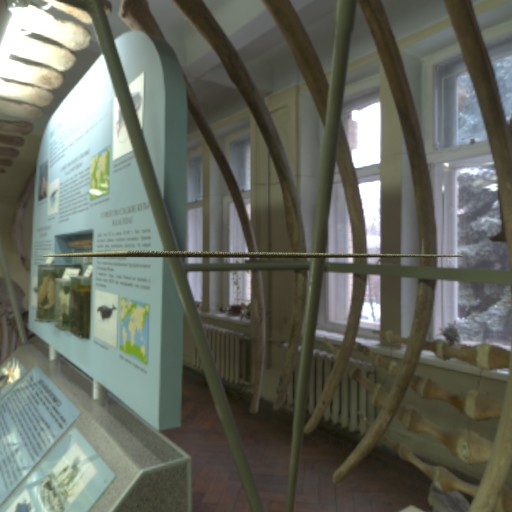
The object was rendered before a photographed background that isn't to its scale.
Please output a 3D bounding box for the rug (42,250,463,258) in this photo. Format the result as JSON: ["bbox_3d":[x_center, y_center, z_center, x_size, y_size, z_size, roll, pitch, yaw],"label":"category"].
[{"bbox_3d":[0.000,0.000,2.317,1.824,0.010,1.240,0,-1,-36],"label":"rug"}]
